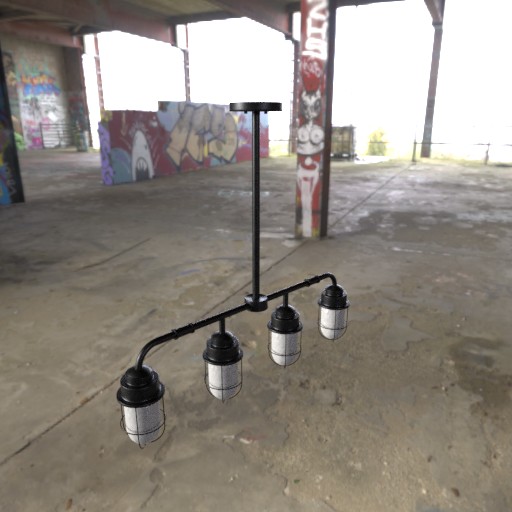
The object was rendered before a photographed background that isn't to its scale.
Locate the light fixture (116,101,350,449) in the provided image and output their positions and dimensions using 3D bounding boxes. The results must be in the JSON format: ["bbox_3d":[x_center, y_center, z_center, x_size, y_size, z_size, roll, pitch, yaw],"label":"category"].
[{"bbox_3d":[0.000,0.000,1.199,0.852,0.785,0.131,-16,24,-42],"label":"light fixture"}]
